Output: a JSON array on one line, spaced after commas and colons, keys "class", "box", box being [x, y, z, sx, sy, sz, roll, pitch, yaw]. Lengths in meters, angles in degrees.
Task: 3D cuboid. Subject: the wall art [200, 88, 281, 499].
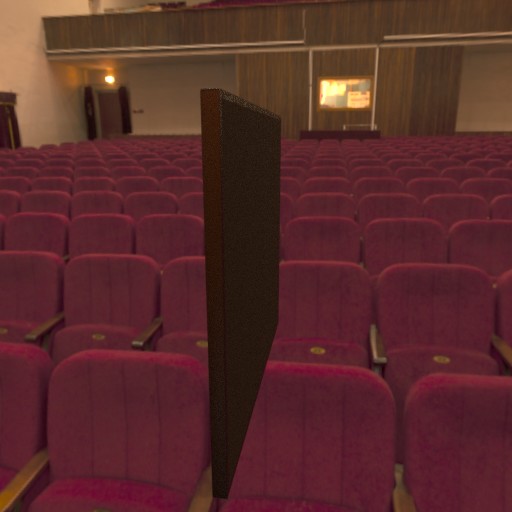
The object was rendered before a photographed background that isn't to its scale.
[{"class": "wall art", "box": [0.000, 0.000, 0.707, 0.018, 0.450, 0.521, 2, 15, 9]}]
